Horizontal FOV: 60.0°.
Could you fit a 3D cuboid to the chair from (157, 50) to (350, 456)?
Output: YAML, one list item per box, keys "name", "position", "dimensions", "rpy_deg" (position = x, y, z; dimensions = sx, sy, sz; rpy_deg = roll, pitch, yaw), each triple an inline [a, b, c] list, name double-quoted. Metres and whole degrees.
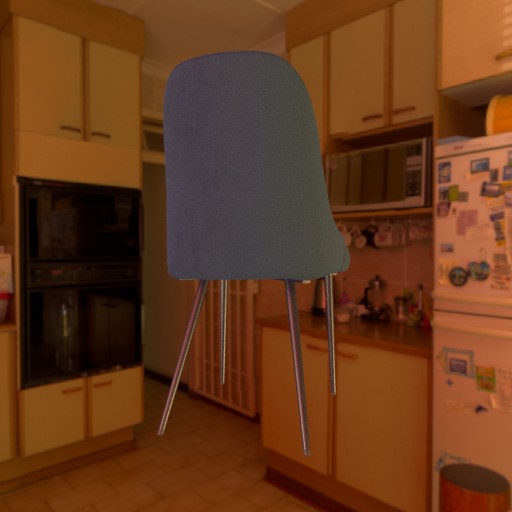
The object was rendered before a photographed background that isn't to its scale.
- name: "chair"
  position: [0.000, 0.000, 1.239]
  dimensions: [0.478, 0.896, 0.559]
  rpy_deg: [0, 1, 17]
